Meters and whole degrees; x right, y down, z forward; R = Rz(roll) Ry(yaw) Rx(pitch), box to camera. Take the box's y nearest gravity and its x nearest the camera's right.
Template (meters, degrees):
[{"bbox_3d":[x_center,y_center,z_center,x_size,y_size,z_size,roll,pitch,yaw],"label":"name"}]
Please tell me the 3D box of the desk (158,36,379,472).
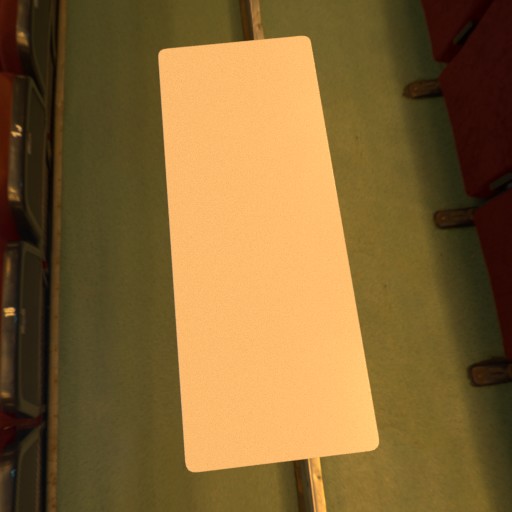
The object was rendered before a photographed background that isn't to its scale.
[{"bbox_3d":[0.000,0.000,1.785,0.550,0.762,1.400,-6,75,-2],"label":"desk"}]
